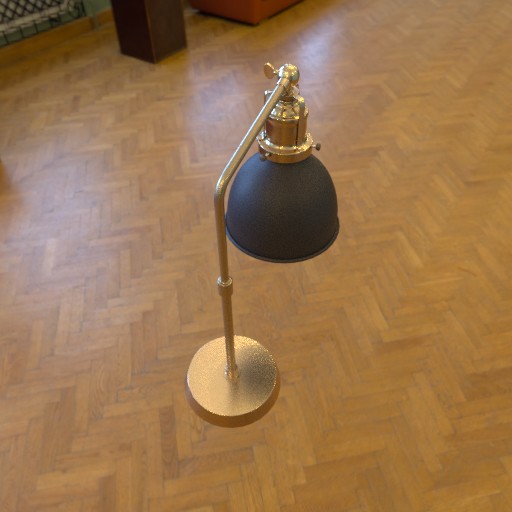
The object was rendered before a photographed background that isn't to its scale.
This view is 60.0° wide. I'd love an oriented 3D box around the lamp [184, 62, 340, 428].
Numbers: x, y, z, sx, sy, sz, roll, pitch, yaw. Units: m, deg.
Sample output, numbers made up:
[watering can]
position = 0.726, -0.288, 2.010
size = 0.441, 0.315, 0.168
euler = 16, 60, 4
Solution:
[lamp]
position = 0.000, 0.000, 0.584
size = 0.160, 0.456, 0.291
euler = 25, 51, 22
